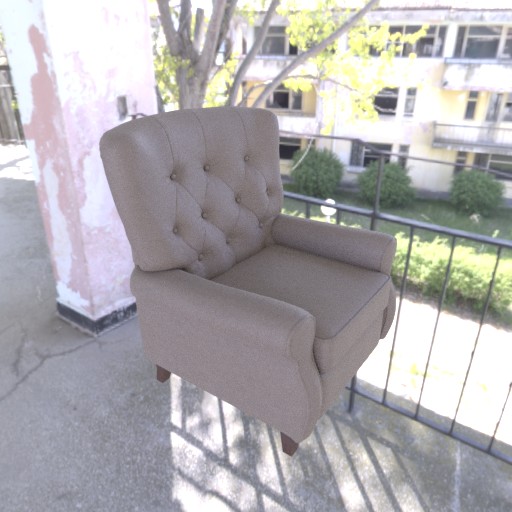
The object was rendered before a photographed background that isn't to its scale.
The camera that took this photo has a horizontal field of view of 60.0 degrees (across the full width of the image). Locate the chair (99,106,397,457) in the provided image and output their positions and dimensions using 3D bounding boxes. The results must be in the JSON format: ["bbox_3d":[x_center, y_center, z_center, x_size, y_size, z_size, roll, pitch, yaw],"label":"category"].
[{"bbox_3d":[0.000,0.000,1.892,1.041,1.138,0.999,17,30,32],"label":"chair"}]
